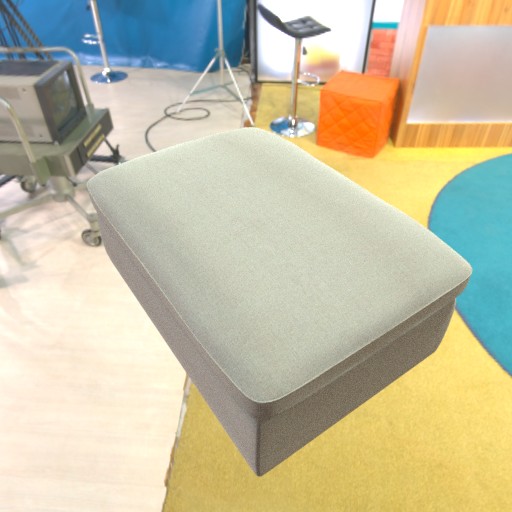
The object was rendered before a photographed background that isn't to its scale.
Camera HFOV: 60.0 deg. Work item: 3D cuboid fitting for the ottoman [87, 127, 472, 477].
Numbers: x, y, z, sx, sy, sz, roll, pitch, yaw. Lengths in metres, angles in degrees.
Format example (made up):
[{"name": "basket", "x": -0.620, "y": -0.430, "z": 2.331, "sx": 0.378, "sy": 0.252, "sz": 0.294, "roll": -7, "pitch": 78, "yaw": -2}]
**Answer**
[{"name": "ottoman", "x": 0.000, "y": 0.000, "z": 1.331, "sx": 0.686, "sy": 0.453, "sz": 0.984, "roll": -24, "pitch": 47, "yaw": -25}]
